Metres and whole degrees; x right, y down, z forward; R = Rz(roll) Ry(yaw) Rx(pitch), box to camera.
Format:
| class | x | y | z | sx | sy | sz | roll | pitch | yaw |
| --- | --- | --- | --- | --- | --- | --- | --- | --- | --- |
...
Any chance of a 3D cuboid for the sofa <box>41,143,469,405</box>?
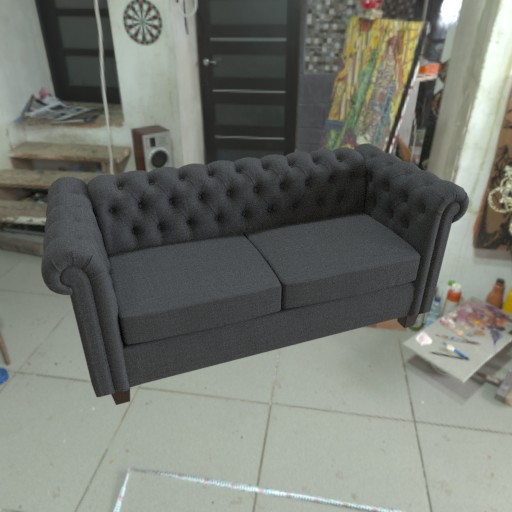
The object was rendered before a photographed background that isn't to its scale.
| class | x | y | z | sx | sy | sz | roll | pitch | yaw |
| --- | --- | --- | --- | --- | --- | --- | --- | --- | --- |
| sofa | 0.000 | 0.000 | 2.191 | 1.798 | 0.797 | 0.783 | -11 | 32 | -18 |
